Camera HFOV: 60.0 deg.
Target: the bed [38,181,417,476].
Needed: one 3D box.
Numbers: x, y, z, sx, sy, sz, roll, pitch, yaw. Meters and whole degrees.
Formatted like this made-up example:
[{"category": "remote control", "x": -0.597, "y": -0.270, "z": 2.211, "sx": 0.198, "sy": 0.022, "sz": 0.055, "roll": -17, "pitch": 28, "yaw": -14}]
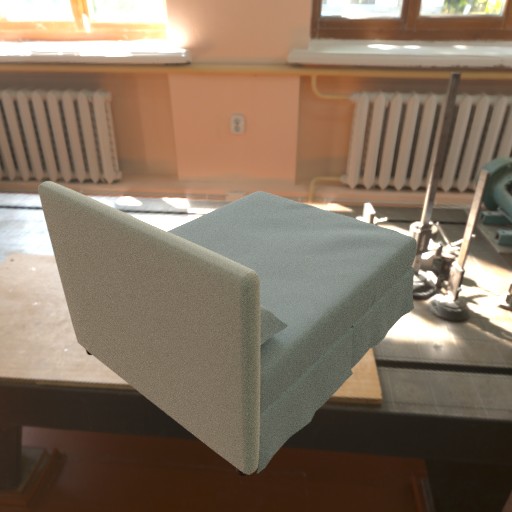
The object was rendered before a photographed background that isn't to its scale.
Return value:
[{"category": "bed", "x": 0.000, "y": 0.000, "z": 3.211, "sx": 1.748, "sy": 1.330, "sz": 2.142, "roll": 23, "pitch": 37, "yaw": 34}]
